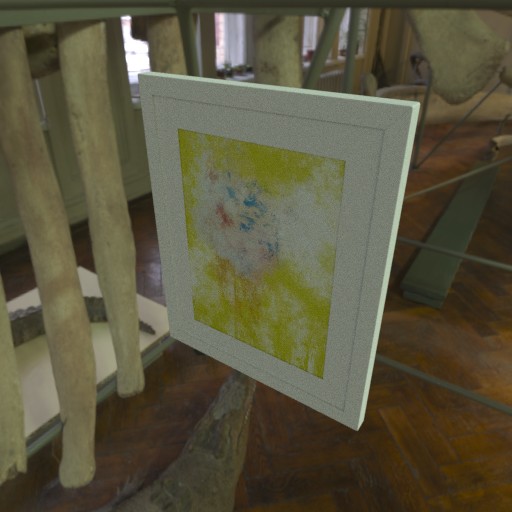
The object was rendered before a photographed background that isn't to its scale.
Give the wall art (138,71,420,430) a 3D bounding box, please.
[{"bbox_3d":[0.000,0.000,0.765,0.454,0.556,0.028,19,35,29],"label":"wall art"}]
